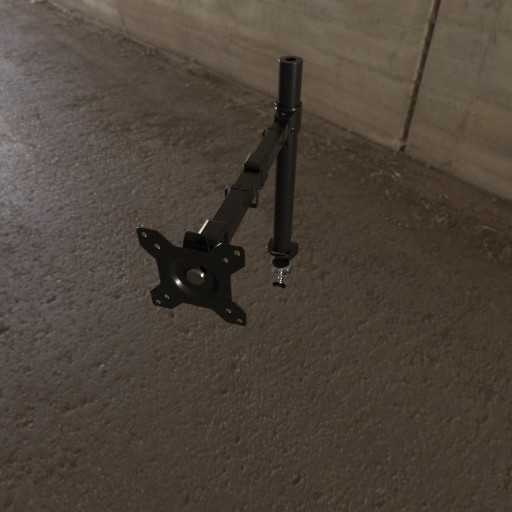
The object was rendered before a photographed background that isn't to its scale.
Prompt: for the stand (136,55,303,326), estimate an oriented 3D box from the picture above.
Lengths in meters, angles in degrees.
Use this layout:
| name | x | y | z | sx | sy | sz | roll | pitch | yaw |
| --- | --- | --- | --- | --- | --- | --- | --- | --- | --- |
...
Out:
| name | x | y | z | sx | sy | sz | roll | pitch | yaw |
| --- | --- | --- | --- | --- | --- | --- | --- | --- | --- |
| stand | 0.000 | 0.000 | 0.736 | 0.115 | 0.510 | 0.456 | 11 | 42 | 13 |
